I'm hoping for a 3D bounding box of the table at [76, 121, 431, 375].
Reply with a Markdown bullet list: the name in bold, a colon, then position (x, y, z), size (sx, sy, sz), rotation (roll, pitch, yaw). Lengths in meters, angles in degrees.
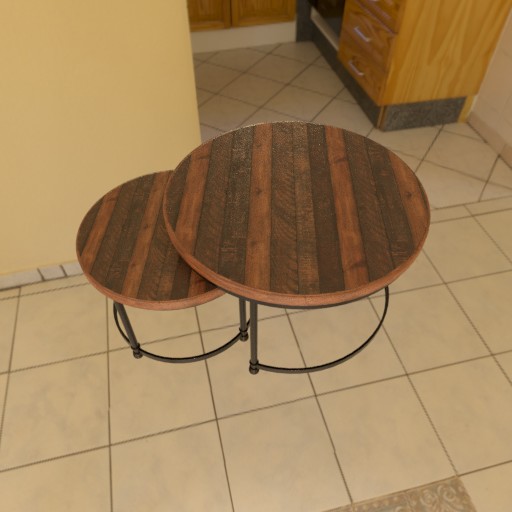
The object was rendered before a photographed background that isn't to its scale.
- **table**: position (0.000, 0.000, 1.618), size (1.152, 0.516, 0.870), rotation (-18, 51, -15)
